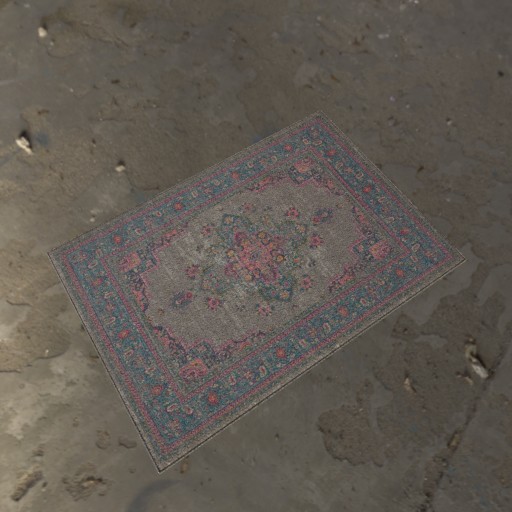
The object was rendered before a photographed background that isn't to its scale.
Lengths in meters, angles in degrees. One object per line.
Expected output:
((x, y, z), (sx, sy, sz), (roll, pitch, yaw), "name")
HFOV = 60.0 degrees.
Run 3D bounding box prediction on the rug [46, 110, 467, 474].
((0.000, 0.000, 3.695), (2.890, 0.013, 2.005), (-31, 67, -14), "rug")
